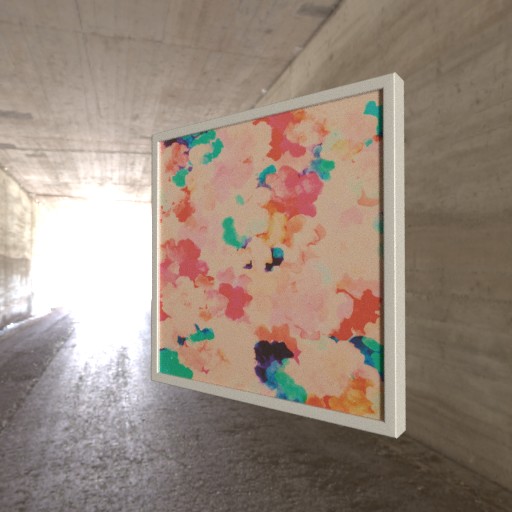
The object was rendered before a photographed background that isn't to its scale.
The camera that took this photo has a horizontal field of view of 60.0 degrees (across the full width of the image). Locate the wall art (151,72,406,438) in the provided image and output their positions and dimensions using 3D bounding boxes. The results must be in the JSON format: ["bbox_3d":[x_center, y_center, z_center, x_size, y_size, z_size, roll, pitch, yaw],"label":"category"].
[{"bbox_3d":[0.000,0.000,0.776,0.506,0.505,0.038,-1,-1,36],"label":"wall art"}]
